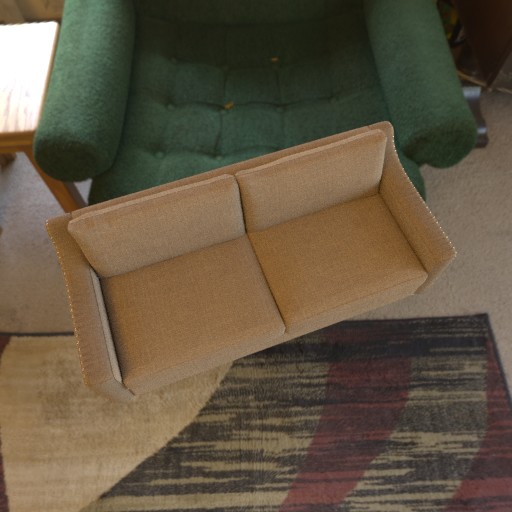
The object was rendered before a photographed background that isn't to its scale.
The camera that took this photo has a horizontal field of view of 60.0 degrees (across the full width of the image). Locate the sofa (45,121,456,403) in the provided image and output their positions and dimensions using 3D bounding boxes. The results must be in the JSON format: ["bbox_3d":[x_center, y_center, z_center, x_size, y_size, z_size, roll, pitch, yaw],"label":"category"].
[{"bbox_3d":[0.000,0.000,2.731,2.208,0.857,1.000,-18,64,-9],"label":"sofa"}]
